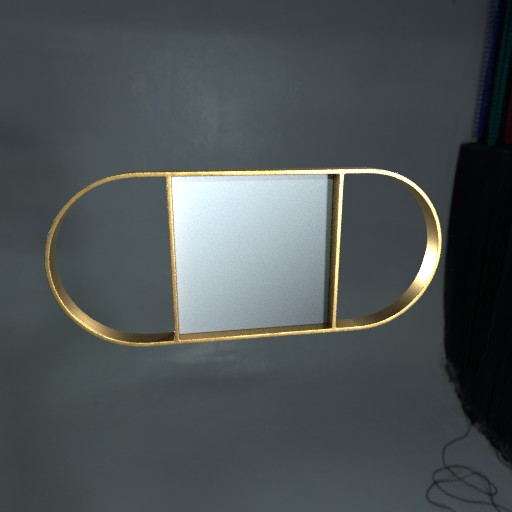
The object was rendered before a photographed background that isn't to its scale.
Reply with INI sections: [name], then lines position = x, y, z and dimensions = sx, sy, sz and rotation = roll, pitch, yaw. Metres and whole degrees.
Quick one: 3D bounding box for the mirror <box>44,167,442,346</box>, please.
[mirror]
position = 0.000, 0.000, 0.662
dimensions = 0.584, 0.254, 0.032
rotation = -3, 16, -9
